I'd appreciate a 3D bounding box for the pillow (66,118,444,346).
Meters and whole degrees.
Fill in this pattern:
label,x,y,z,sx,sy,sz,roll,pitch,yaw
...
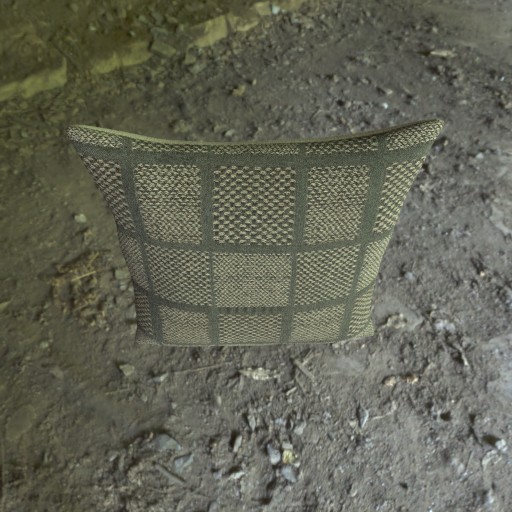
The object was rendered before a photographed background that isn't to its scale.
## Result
label,x,y,z,sx,sy,sz,roll,pitch,yaw
pillow,0.000,0.000,0.657,0.435,0.432,0.138,-2,46,-1
